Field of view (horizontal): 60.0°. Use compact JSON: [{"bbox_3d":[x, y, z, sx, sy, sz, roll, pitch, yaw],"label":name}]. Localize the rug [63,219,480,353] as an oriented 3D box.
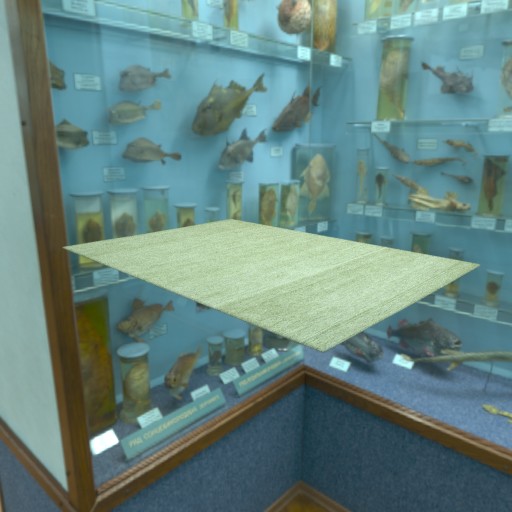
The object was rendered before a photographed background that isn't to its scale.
[{"bbox_3d":[0.000,0.000,2.919,2.270,0.017,1.606,14,20,43],"label":"rug"}]
